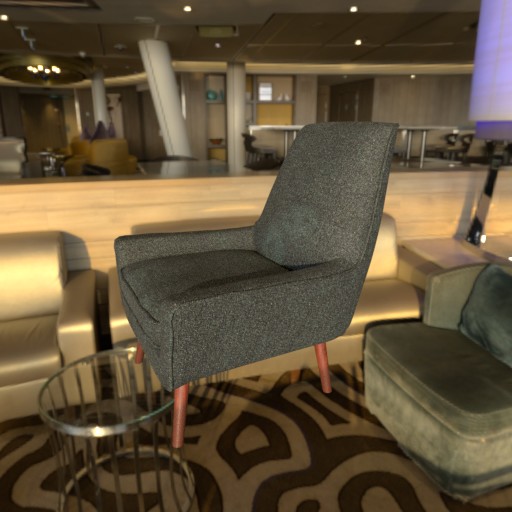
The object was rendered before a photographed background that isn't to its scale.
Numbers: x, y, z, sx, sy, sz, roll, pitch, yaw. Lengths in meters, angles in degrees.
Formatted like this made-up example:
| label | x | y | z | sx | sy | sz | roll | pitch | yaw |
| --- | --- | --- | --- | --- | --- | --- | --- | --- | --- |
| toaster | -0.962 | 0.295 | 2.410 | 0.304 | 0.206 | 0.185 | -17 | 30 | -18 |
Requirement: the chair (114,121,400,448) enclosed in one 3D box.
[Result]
| label | x | y | z | sx | sy | sz | roll | pitch | yaw |
| --- | --- | --- | --- | --- | --- | --- | --- | --- | --- |
| chair | 0.000 | 0.000 | 1.514 | 0.859 | 0.883 | 0.763 | -8 | 18 | -25 |
